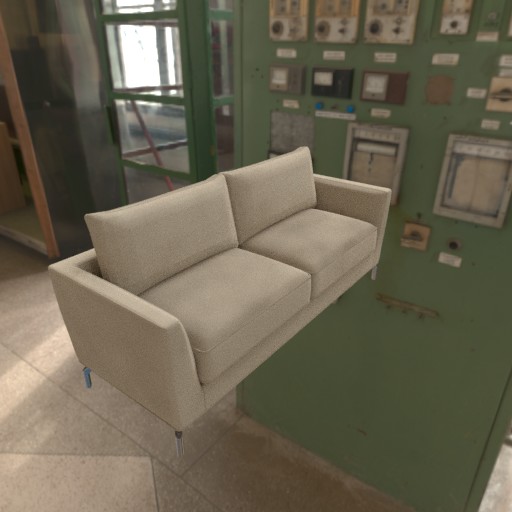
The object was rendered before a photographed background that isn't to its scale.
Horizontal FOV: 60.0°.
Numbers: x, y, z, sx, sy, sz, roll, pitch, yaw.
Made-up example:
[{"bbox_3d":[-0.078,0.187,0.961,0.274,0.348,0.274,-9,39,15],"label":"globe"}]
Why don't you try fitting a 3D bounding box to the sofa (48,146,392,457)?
[{"bbox_3d":[0.000,0.000,2.795,0.868,1.005,2.214,19,32,33],"label":"sofa"}]
